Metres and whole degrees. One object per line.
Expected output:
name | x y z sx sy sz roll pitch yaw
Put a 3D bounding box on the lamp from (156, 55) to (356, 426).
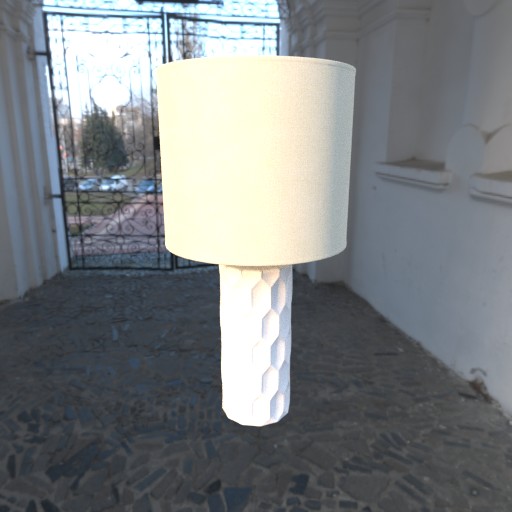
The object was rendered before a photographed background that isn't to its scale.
lamp | 0.000 0.000 0.696 0.277 0.537 0.277 2 15 7
